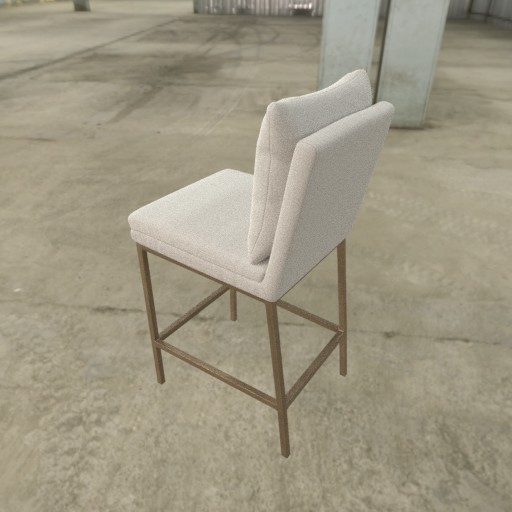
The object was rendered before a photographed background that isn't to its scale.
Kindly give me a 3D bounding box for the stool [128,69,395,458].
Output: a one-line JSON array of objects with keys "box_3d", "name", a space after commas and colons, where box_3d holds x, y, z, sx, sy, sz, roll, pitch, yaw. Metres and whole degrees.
[{"box_3d": [0.000, 0.000, 1.340, 0.572, 1.032, 0.463, 20, 37, 29], "name": "stool"}]
